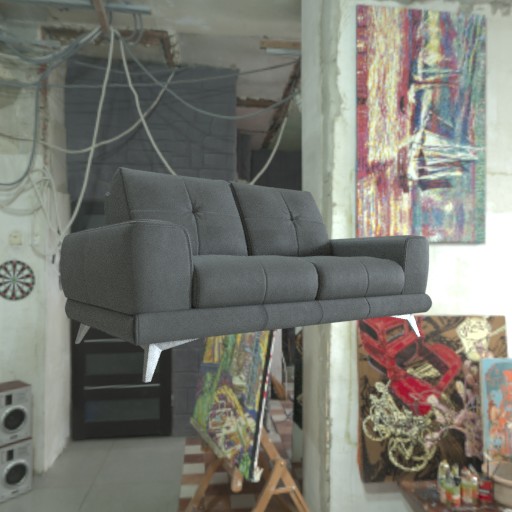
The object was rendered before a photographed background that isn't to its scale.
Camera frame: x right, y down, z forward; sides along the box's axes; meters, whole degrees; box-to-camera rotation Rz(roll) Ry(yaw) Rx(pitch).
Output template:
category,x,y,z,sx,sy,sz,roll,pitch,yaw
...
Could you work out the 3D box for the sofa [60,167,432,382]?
category,x,y,z,sx,sy,sz,roll,pitch,yaw
sofa,0.000,0.000,2.404,1.806,0.907,1.018,1,-1,-36
